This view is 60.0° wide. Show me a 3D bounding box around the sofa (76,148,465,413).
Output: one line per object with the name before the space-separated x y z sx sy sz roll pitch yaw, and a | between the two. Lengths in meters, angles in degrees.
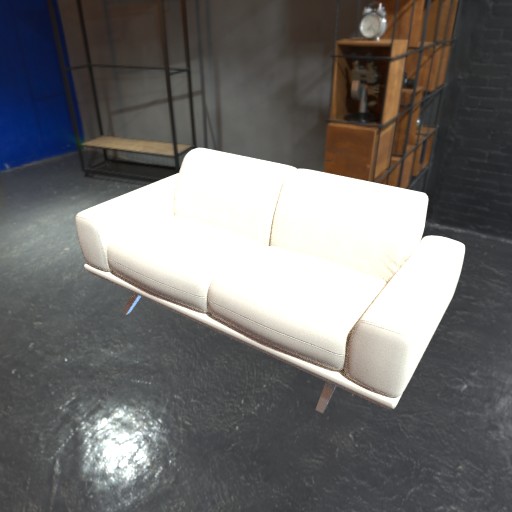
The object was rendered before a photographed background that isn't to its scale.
sofa | 0.000 0.000 2.380 1.901 0.772 0.900 18 34 29
